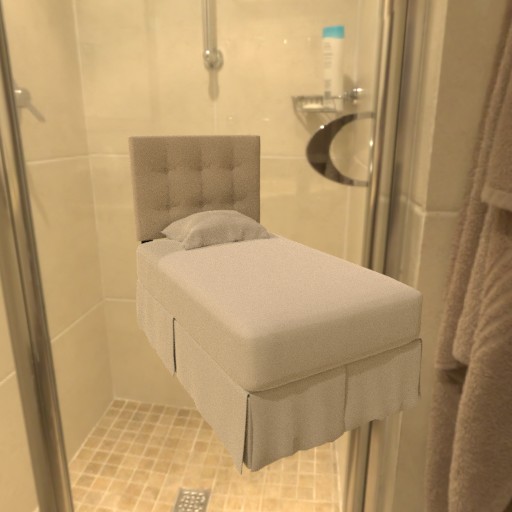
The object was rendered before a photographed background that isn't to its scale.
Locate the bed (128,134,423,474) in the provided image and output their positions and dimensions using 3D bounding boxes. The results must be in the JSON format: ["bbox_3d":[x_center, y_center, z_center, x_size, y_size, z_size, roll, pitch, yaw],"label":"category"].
[{"bbox_3d":[0.000,0.000,3.028,1.261,1.571,1.997,-9,18,-28],"label":"bed"}]
